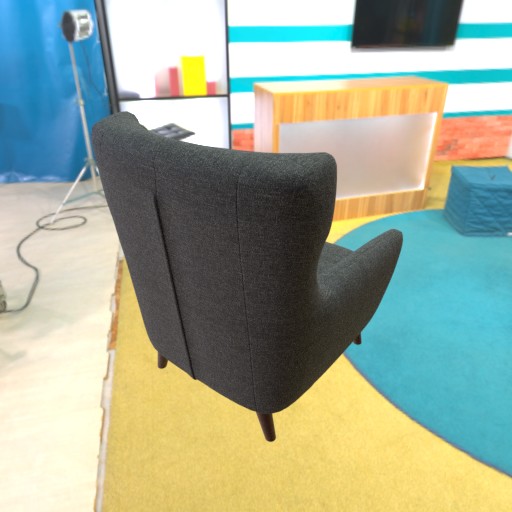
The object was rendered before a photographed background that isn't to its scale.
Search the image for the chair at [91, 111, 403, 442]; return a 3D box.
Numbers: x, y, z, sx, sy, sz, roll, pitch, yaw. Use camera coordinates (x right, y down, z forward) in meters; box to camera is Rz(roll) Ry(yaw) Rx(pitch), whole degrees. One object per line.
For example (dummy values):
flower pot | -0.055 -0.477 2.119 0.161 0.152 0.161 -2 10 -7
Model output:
chair | 0.000 0.000 1.723 0.878 1.063 0.904 21 36 33
